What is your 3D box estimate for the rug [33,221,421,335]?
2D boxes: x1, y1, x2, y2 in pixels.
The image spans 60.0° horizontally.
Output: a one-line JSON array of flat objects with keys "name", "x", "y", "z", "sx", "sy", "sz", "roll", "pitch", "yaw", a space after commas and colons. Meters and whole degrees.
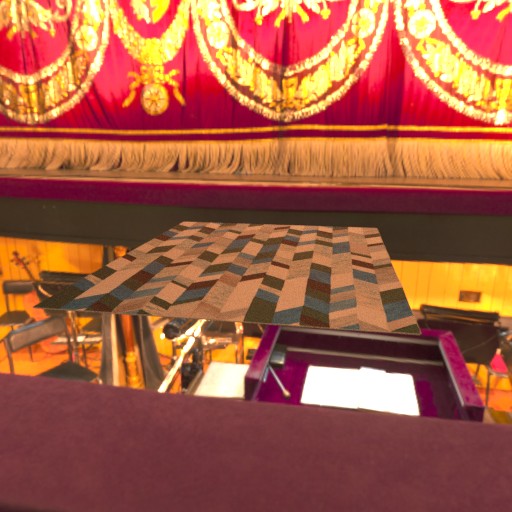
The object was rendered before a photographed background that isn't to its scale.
[{"name": "rug", "x": 0.000, "y": 0.000, "z": 4.113, "sx": 2.440, "sy": 0.008, "sz": 3.036, "roll": 3, "pitch": 15, "yaw": 10}]
